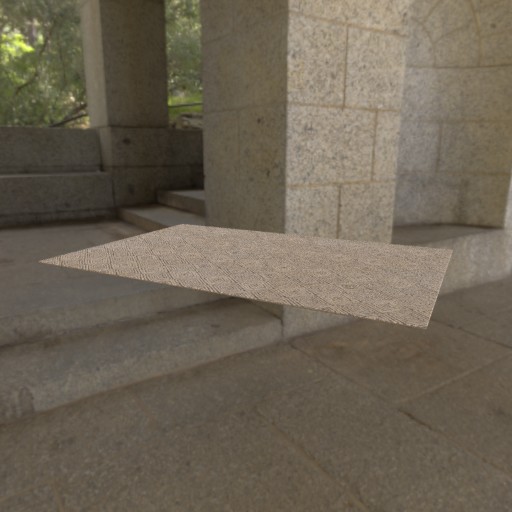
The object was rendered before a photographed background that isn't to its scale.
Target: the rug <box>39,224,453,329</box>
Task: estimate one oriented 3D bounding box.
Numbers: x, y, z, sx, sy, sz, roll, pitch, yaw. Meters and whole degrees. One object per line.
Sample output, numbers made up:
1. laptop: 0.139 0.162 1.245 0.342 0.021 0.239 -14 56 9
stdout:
1. rug: 0.000 0.000 2.276 1.783 0.008 1.175 7 16 26
